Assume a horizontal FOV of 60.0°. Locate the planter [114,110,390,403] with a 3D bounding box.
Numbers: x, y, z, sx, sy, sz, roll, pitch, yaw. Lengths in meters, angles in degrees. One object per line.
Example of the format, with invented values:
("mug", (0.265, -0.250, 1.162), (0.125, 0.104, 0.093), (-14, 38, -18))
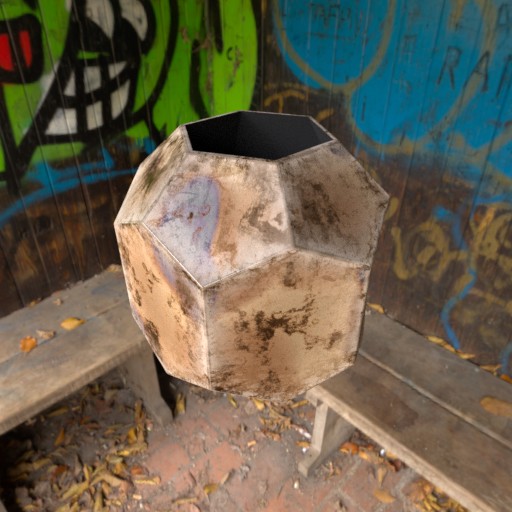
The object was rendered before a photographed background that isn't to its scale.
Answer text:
("planter", (0.000, 0.000, 0.420), (0.221, 0.238, 0.243), (10, 35, 14))
